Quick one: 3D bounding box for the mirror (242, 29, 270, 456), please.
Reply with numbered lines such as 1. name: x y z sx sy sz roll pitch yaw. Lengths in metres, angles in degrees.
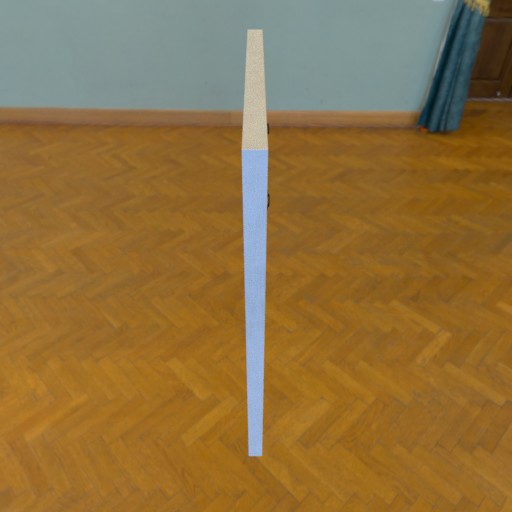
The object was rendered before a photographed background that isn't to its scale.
1. mirror: 0.000 0.000 1.137 0.041 0.915 0.609 0 41 0
